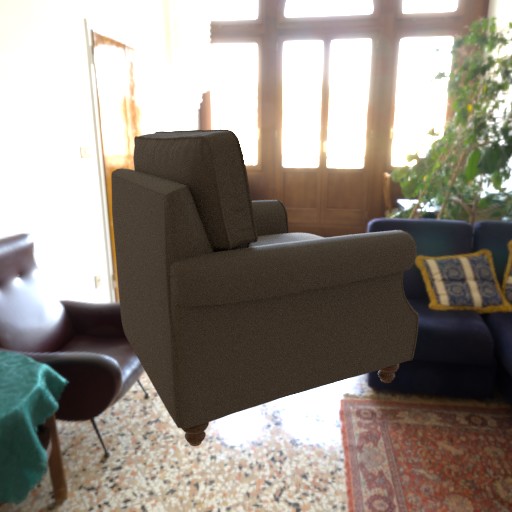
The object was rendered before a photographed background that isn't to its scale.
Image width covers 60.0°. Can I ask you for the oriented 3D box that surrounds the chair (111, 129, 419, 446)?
[{"bbox_3d":[0.000,0.000,1.777,0.966,0.967,1.029,-8,17,-26],"label":"chair"}]
